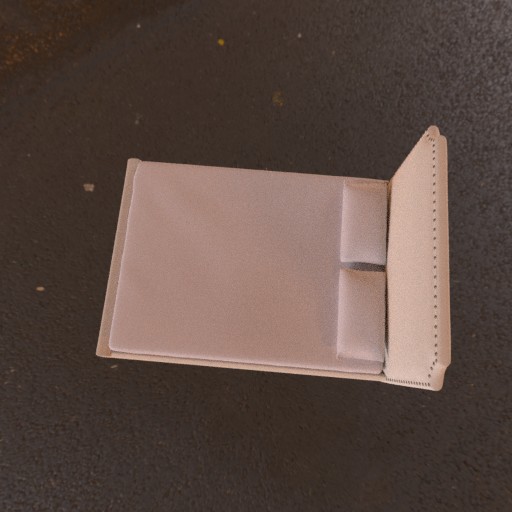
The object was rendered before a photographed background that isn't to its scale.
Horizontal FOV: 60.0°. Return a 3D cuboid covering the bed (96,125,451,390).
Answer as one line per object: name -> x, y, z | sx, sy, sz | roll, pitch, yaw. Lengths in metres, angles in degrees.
bed -> 0.000, 0.000, 3.366 | 2.372, 1.443, 1.712 | 5, 76, 1
